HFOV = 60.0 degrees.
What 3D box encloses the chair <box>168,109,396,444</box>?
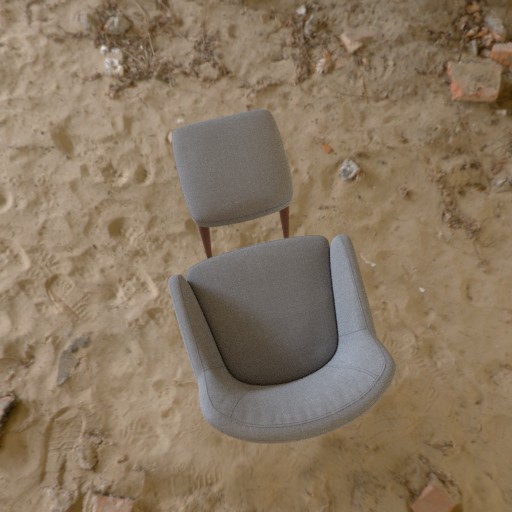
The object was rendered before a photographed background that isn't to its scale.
[{"bbox_3d":[0.000,0.000,1.532,0.584,0.799,1.107,-14,76,-4],"label":"chair"}]
